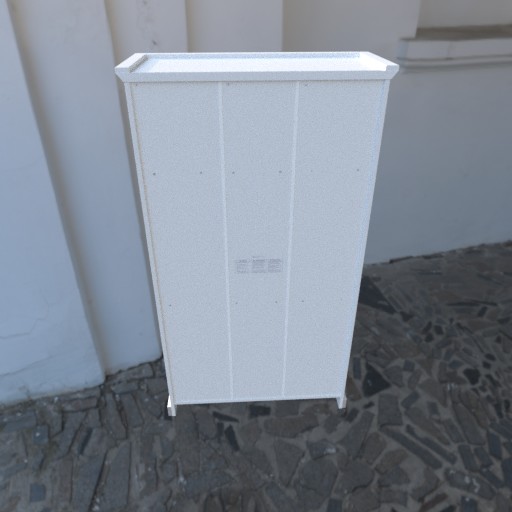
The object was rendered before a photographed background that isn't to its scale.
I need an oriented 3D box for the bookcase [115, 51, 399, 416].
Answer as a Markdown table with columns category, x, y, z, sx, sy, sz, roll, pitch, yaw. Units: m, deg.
| category | x | y | z | sx | sy | sz | roll | pitch | yaw |
| --- | --- | --- | --- | --- | --- | --- | --- | --- | --- |
| bookcase | 0.000 | 0.000 | 2.294 | 1.050 | 1.880 | 0.432 | -2 | 31 | -3 |
